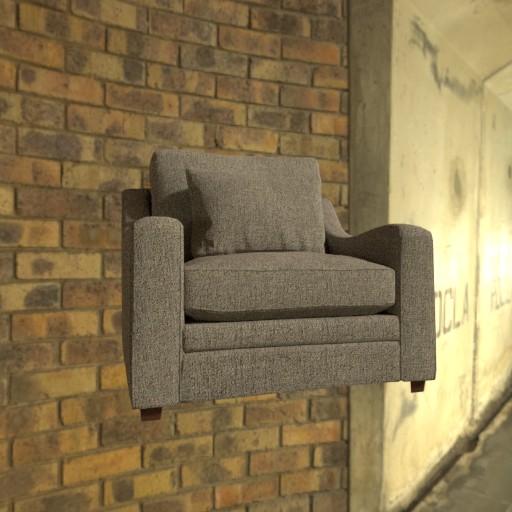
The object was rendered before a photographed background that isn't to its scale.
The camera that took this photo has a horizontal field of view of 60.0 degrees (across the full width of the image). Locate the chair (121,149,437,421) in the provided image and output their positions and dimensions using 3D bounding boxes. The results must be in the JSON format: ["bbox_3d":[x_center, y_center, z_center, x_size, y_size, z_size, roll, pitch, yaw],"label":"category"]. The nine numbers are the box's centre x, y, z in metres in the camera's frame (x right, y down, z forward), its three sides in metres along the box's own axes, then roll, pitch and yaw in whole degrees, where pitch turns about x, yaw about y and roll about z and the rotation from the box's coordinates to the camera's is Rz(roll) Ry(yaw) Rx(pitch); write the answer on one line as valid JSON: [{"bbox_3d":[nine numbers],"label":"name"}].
[{"bbox_3d":[0.000,0.000,1.964,1.138,1.037,1.009,0,-1,-18],"label":"chair"}]
